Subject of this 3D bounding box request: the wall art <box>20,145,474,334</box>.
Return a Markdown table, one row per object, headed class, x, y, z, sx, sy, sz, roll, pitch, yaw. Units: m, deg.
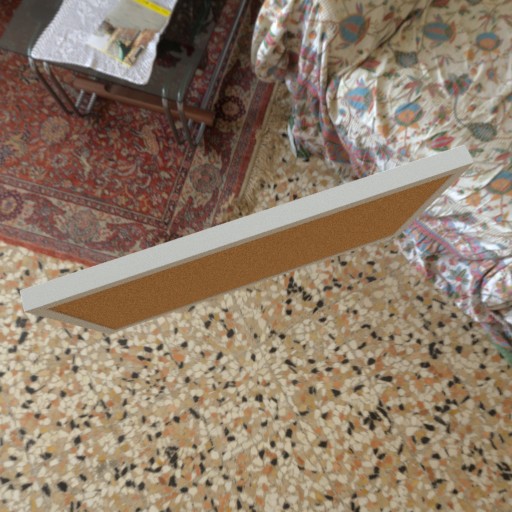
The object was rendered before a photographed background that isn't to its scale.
| class | x | y | z | sx | sy | sz | roll | pitch | yaw |
| --- | --- | --- | --- | --- | --- | --- | --- | --- | --- |
| wall art | 0.000 | 0.000 | 0.969 | 0.812 | 0.431 | 0.038 | -19 | 76 | -5 |
